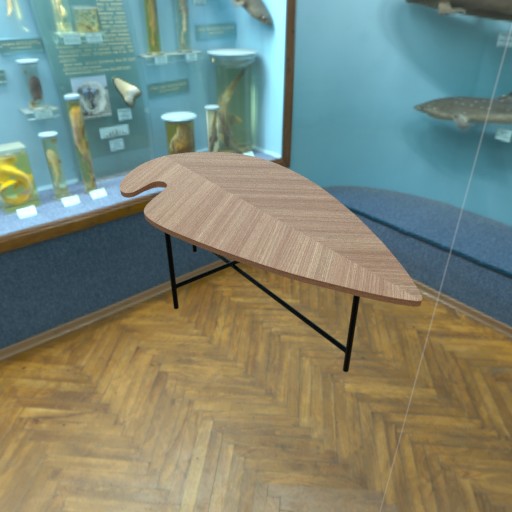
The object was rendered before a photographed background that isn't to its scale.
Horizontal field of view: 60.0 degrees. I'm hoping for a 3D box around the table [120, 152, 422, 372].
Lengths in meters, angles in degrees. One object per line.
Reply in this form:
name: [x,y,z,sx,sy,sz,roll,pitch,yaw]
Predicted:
table: [0.000,0.000,1.477,0.598,0.360,1.199,-22,38,-31]
